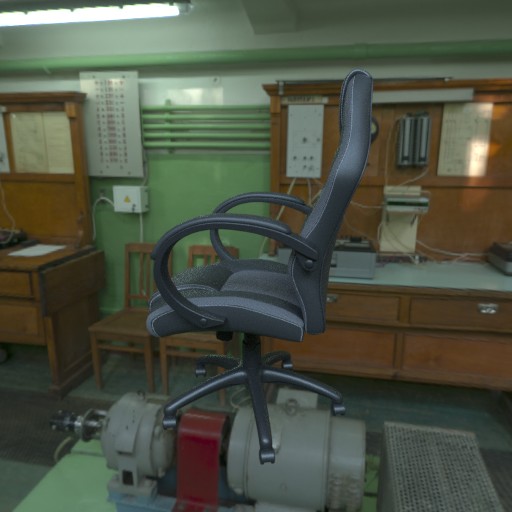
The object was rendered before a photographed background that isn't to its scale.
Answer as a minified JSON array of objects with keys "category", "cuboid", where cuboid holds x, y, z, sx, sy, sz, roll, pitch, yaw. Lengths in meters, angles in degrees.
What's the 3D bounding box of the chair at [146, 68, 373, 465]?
[{"category":"chair","cuboid":[0.000,0.000,1.563,0.724,1.187,0.673,2,14,10]}]
